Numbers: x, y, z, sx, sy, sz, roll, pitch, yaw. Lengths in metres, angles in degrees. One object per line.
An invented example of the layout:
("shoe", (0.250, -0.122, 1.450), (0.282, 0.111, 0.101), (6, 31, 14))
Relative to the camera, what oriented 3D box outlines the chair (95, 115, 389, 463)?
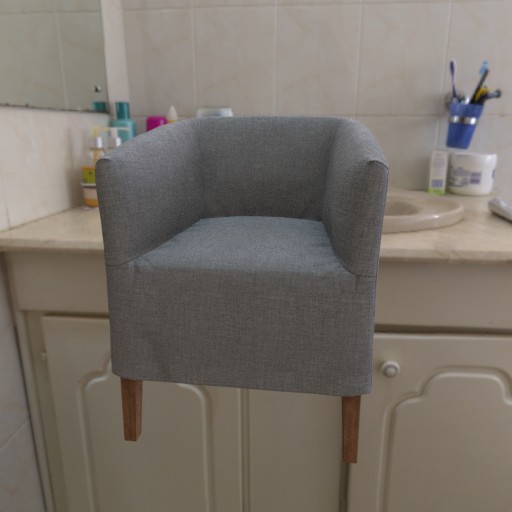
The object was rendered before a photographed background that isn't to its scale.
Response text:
("chair", (0.000, 0.000, 1.231), (0.600, 0.771, 0.668), (2, 15, 8))
